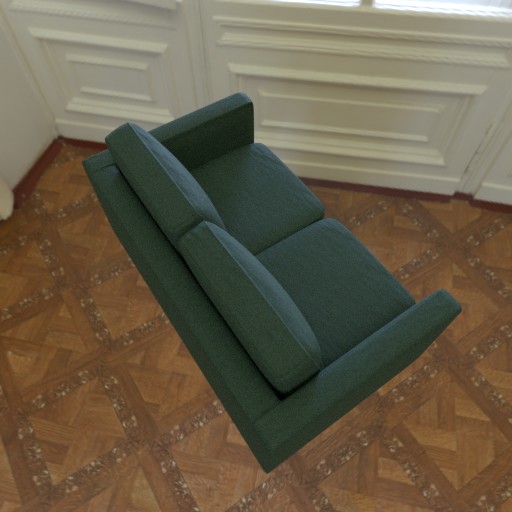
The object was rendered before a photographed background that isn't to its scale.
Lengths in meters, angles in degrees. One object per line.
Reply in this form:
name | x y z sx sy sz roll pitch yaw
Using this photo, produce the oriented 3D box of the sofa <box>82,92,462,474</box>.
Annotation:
sofa | 0.000 0.000 1.945 0.879 0.899 1.430 -30 63 -17
